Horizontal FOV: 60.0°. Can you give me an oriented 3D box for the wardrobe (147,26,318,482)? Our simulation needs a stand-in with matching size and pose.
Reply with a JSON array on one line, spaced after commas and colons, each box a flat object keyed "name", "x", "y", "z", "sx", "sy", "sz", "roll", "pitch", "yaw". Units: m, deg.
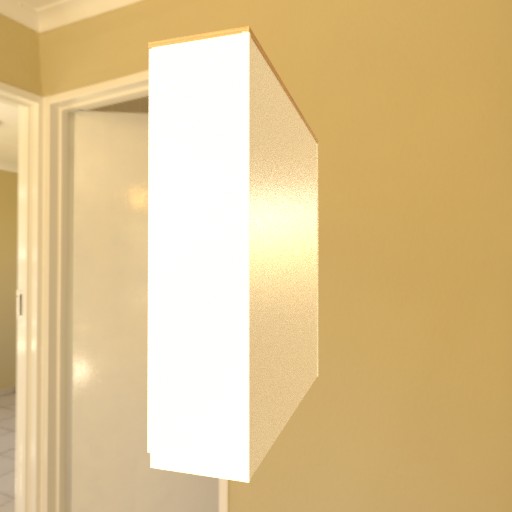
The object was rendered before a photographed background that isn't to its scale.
[{"name": "wardrobe", "x": 0.000, "y": 0.000, "z": 3.311, "sx": 0.590, "sy": 2.260, "sz": 2.160, "roll": 0, "pitch": -1, "yaw": 17}]
